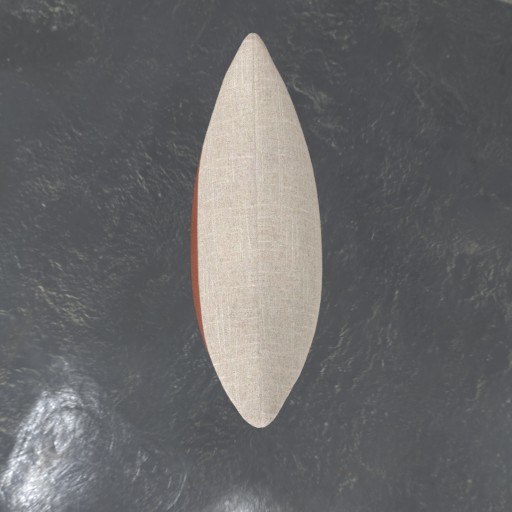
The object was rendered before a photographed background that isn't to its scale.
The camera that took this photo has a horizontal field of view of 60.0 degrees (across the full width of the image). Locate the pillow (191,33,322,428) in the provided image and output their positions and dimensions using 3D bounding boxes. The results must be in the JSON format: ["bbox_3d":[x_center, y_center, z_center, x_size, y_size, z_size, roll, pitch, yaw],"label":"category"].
[{"bbox_3d":[0.000,0.000,0.632,0.173,0.399,0.414,-1,76,0],"label":"pillow"}]
